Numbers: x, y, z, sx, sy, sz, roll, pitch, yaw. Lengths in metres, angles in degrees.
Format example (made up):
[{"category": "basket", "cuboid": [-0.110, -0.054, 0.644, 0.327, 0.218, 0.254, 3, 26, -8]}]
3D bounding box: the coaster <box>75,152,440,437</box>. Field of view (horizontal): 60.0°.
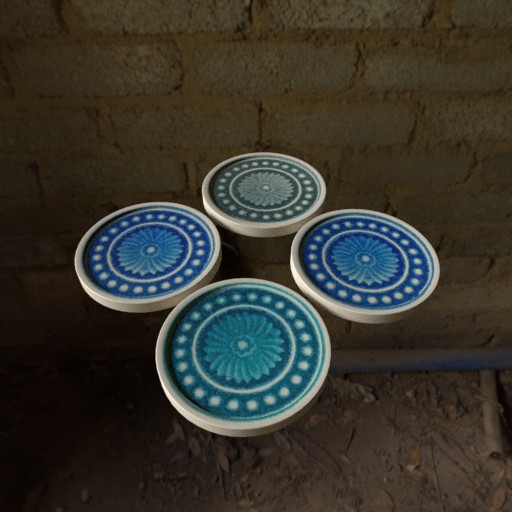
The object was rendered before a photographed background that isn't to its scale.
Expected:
[{"category": "coaster", "cuboid": [0.000, 0.000, 0.334, 0.224, 0.010, 0.220, -32, 53, -27]}]
